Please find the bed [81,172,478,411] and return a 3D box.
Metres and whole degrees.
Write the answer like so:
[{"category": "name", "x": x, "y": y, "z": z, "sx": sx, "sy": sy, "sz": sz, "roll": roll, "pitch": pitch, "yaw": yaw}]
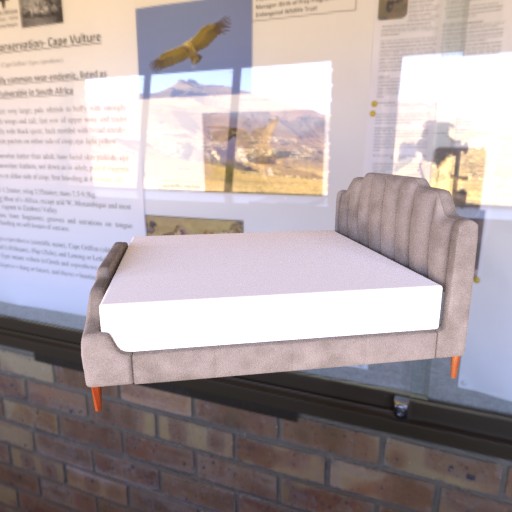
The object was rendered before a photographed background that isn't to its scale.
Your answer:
[{"category": "bed", "x": 0.000, "y": 0.000, "z": 3.509, "sx": 2.340, "sy": 1.245, "sz": 2.074, "roll": -2, "pitch": 14, "yaw": -10}]
